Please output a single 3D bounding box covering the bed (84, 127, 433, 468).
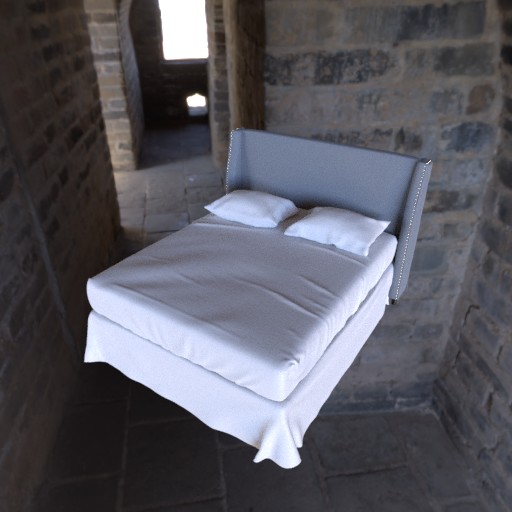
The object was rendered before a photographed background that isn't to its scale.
[{"bbox_3d":[0.000,0.000,3.485,1.925,1.332,2.276,18,34,29],"label":"bed"}]
